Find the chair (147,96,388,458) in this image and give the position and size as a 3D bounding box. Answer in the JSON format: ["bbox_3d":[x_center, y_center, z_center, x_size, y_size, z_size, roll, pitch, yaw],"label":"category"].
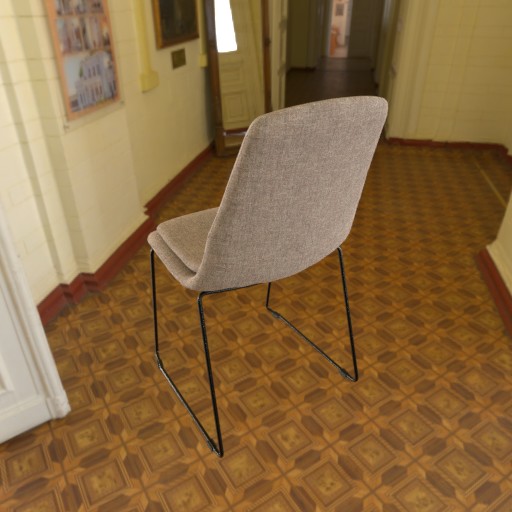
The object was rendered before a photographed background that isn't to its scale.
[{"bbox_3d":[0.000,0.000,1.149,0.479,0.858,0.518,-18,35,-28],"label":"chair"}]
